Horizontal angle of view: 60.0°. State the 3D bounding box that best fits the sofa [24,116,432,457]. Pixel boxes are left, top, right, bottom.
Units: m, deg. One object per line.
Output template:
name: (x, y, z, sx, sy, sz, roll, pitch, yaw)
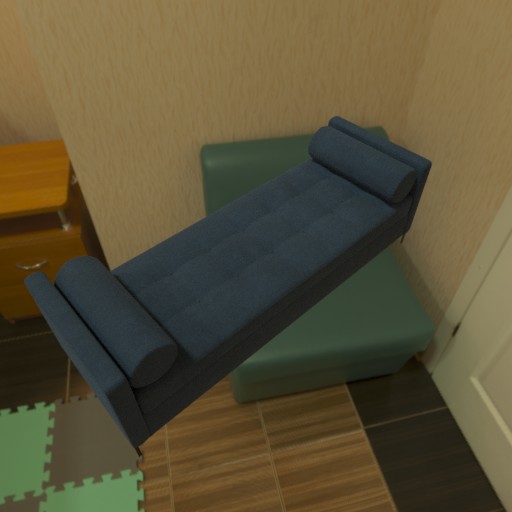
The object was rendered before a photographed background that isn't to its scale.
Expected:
sofa: (0.000, 0.000, 2.319, 1.981, 0.635, 0.686, -33, 55, -28)
